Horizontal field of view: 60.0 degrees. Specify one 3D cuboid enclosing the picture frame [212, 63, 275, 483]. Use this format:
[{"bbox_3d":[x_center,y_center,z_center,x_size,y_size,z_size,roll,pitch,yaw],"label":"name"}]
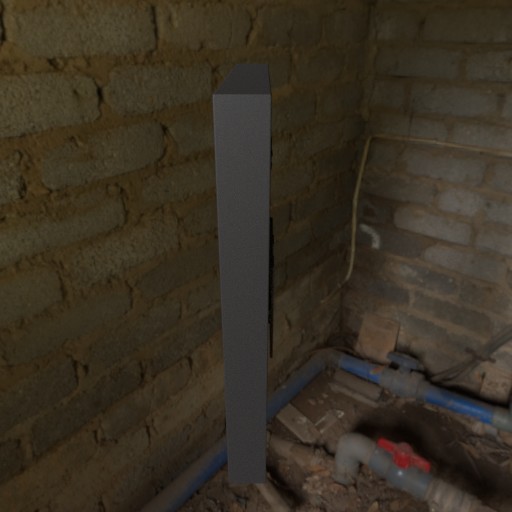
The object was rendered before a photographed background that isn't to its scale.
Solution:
[{"bbox_3d":[0.000,0.000,0.273,0.028,0.208,0.157,0,27,1],"label":"picture frame"}]
